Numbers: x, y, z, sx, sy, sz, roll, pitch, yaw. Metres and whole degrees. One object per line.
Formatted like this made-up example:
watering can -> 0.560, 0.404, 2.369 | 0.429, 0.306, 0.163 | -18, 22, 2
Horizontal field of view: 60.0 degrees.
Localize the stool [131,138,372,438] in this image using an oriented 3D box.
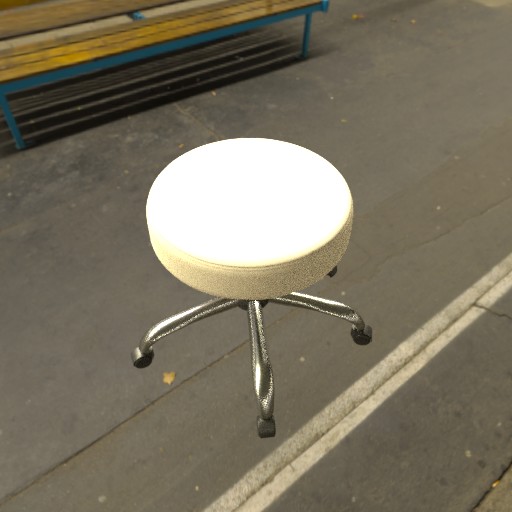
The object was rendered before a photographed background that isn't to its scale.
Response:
stool -> 0.000, 0.000, 1.086 | 0.634, 0.482, 0.614 | 22, 50, 20
